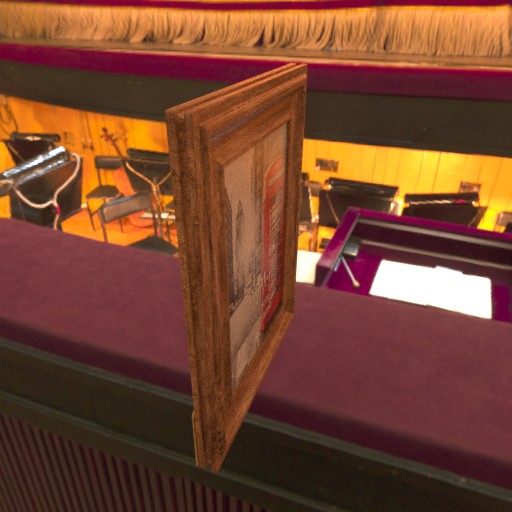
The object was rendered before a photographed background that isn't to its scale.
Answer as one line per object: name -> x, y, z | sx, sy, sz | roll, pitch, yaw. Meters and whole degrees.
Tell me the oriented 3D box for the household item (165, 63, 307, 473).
household item -> 0.000, 0.000, 0.319 | 0.018, 0.237, 0.186 | 10, 31, 18
